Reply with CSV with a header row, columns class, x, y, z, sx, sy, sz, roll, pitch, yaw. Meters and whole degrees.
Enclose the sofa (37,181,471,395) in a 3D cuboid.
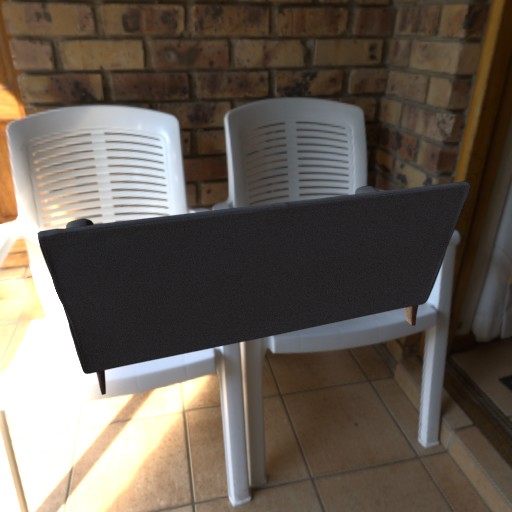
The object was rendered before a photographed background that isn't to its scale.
class,x,y,z,sx,sy,sz,roll,pitch,yaw
sofa,0.000,0.000,2.474,2.002,0.907,0.843,-9,28,-16
